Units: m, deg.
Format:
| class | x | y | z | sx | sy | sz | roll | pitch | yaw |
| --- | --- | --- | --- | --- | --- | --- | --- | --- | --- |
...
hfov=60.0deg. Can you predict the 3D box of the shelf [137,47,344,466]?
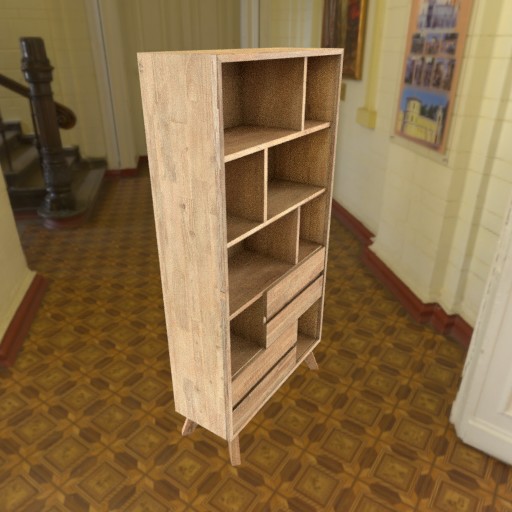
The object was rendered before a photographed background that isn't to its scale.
| class | x | y | z | sx | sy | sz | roll | pitch | yaw |
| --- | --- | --- | --- | --- | --- | --- | --- | --- | --- |
| shelf | 0.000 | 0.000 | 1.745 | 0.308 | 1.471 | 0.748 | 17 | 31 | 30 |
